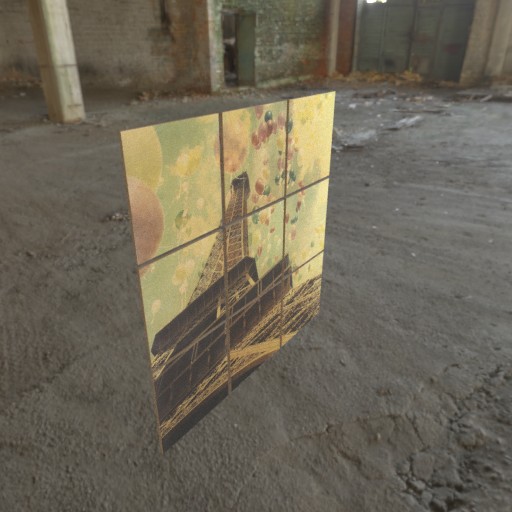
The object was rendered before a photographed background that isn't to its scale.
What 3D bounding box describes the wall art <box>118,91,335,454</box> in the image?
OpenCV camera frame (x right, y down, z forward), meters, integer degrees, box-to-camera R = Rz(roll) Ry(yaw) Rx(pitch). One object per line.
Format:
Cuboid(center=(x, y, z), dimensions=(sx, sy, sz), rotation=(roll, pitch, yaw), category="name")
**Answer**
Cuboid(center=(0.000, 0.000, 1.881), dimensions=(0.013, 1.218, 1.219), rotation=(18, 31, 32), category="wall art")
